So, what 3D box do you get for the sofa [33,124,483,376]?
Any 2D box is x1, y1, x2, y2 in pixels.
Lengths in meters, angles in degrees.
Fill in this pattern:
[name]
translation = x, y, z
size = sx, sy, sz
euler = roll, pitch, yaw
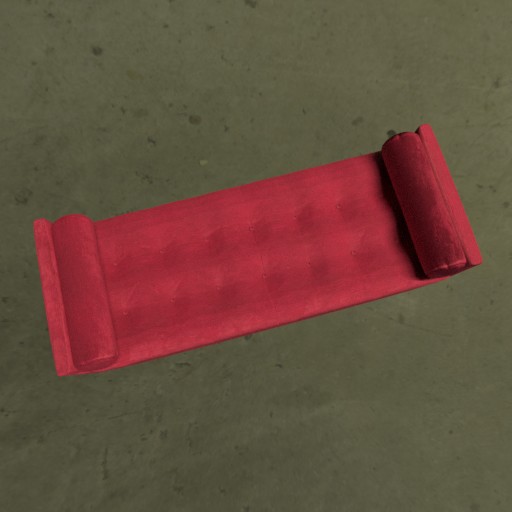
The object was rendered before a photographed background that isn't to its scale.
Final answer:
[sofa]
translation = 0.000, 0.000, 2.442
size = 2.102, 0.705, 0.796
euler = -14, 77, -3
